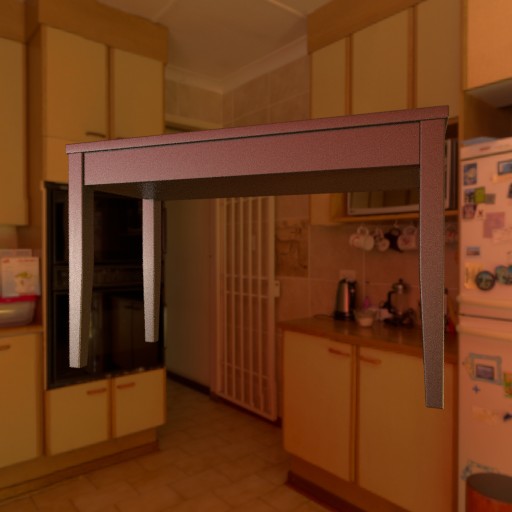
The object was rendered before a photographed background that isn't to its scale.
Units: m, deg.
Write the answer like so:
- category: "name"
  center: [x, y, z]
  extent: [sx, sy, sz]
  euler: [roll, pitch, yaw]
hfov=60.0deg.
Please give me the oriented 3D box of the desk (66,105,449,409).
- category: "desk"
  center: [0.000, 0.000, 1.567]
  extent: [1.220, 0.775, 0.508]
  euler: [0, 1, 20]
